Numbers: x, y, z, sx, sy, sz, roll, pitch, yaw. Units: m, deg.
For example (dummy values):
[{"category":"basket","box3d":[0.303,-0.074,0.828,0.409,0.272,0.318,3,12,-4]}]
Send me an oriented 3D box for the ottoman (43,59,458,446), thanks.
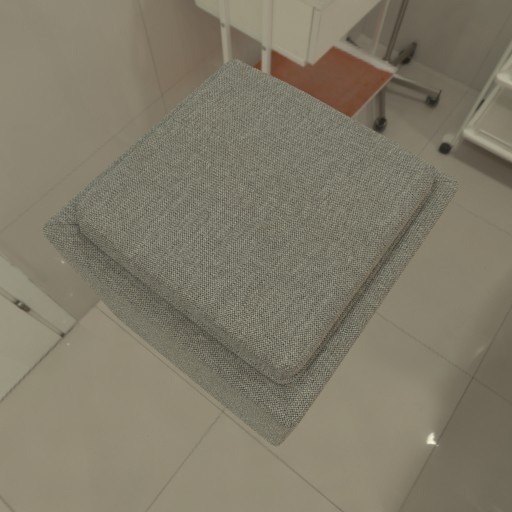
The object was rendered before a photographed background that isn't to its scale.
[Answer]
[{"category":"ottoman","box3d":[0.000,0.000,0.804,0.450,0.460,0.450,35,69,16]}]
